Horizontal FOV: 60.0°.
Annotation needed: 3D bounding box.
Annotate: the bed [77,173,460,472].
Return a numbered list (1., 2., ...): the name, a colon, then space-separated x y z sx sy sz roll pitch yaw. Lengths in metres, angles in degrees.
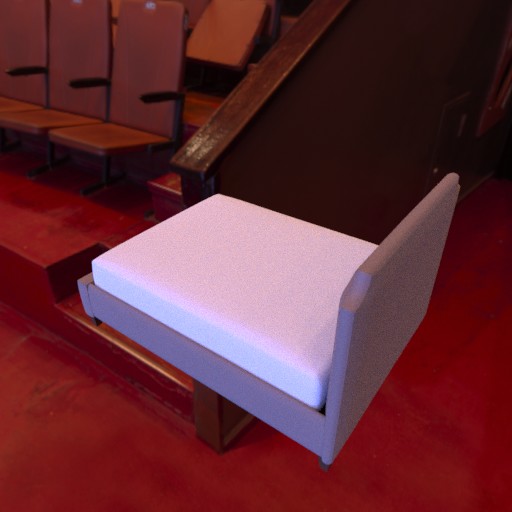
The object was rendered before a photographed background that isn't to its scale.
1. bed: 0.000 0.000 3.423 2.372 1.443 1.713 22 39 30
